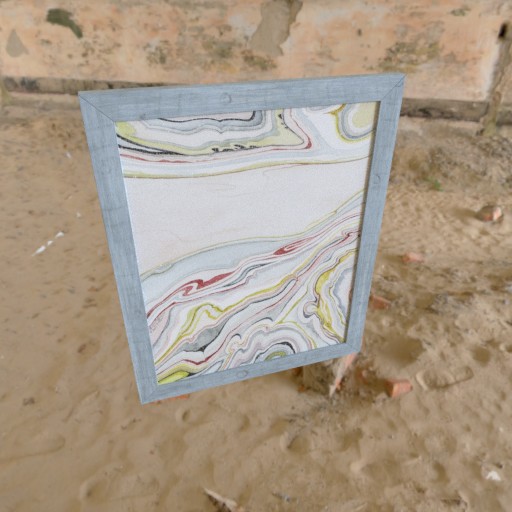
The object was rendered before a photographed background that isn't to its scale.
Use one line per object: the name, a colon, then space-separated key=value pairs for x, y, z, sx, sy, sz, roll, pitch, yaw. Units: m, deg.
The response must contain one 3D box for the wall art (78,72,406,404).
wall art: x=0.000 y=0.000 z=0.783 sx=0.479 sy=0.582 sz=0.022 roll=-9 pitch=33 yaw=-15
